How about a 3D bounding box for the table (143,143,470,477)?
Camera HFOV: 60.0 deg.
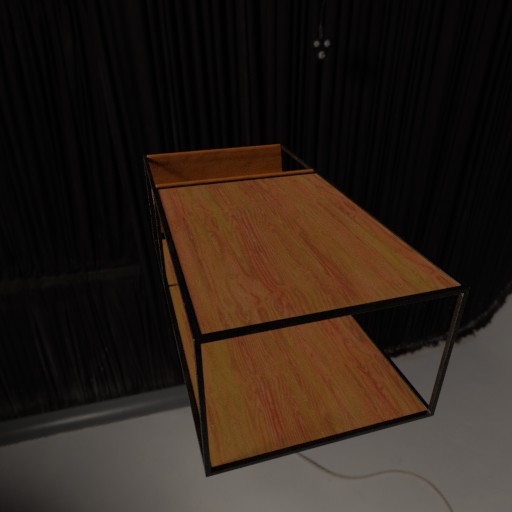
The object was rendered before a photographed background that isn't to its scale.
[{"bbox_3d":[0.000,0.000,1.472,0.597,0.403,1.199,-8,30,-15],"label":"table"}]
